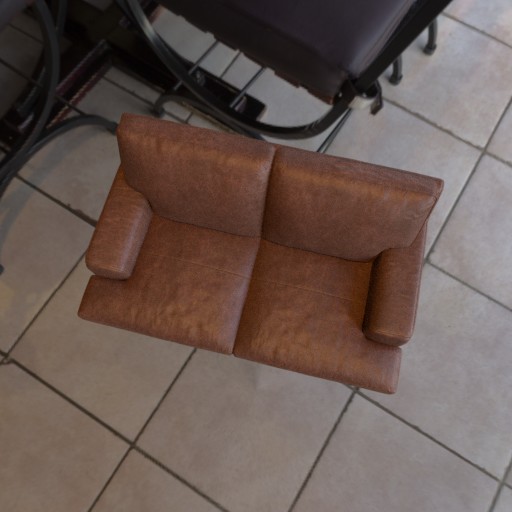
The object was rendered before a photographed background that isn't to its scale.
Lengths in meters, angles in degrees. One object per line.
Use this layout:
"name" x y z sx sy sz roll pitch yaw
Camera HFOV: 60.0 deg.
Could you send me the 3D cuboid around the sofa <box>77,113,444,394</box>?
"sofa" 0.000 0.000 2.531 1.880 0.939 1.143 13 74 4
